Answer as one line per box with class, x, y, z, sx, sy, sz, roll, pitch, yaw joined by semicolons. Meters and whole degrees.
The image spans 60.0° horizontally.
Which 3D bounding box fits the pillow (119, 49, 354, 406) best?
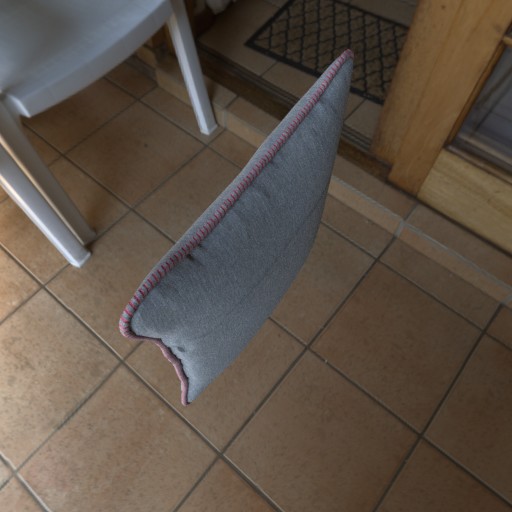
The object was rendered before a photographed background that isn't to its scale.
pillow;0.000;0.000;0.726;0.124;0.491;0.482;31;66;15
